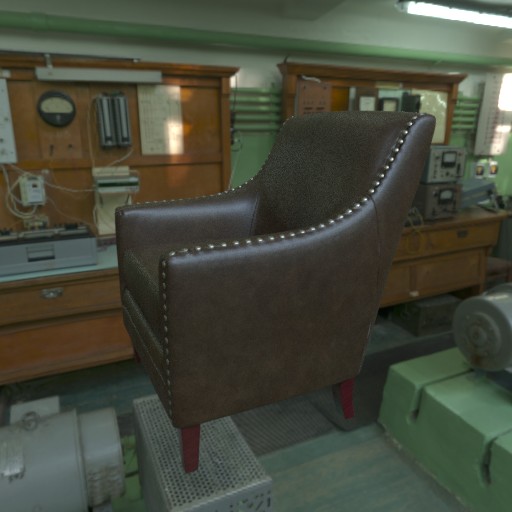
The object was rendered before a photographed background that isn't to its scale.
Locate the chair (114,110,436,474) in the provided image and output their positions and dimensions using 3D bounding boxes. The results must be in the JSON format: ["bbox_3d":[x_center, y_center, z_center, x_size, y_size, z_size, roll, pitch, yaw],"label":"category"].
[{"bbox_3d":[0.000,0.000,1.294,0.704,0.813,0.639,-8,18,-25],"label":"chair"}]
